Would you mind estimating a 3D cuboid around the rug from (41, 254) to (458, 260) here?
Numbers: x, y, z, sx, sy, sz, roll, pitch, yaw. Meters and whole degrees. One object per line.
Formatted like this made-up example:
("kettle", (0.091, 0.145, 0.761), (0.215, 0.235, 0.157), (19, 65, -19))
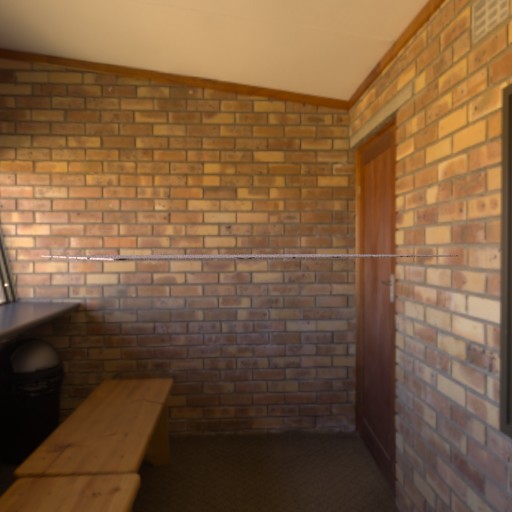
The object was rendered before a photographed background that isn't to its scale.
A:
("rug", (0.000, 0.000, 3.072), (2.465, 0.008, 1.526), (0, 1, -35))
